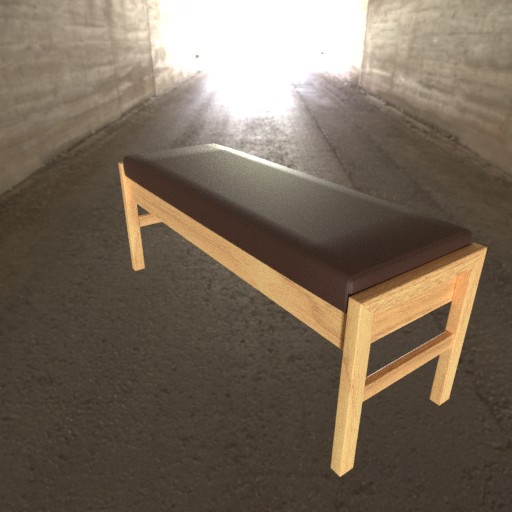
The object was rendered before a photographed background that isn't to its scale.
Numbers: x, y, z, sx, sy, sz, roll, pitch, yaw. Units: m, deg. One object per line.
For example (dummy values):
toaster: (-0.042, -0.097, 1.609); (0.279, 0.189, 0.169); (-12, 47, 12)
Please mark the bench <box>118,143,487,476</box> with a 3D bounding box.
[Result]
bench: (0.000, 0.000, 1.404); (0.405, 0.480, 1.200); (-17, 31, -31)
